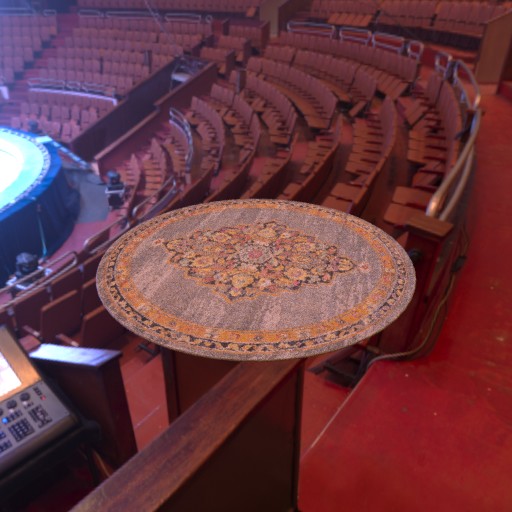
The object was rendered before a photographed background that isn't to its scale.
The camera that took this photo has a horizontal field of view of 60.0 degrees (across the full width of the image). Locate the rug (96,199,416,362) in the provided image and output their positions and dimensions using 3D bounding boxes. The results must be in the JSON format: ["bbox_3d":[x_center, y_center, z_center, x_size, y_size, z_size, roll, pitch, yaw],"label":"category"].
[{"bbox_3d":[0.000,0.000,3.459,2.382,0.014,2.382,0,29,0],"label":"rug"}]
